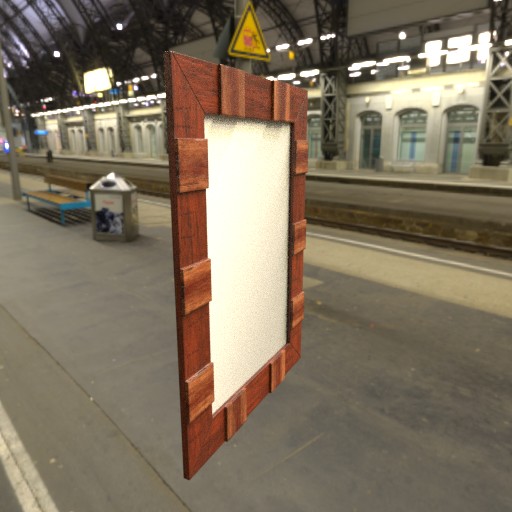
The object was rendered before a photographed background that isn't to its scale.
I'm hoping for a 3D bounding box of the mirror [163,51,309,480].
[{"bbox_3d":[0.000,0.000,1.060,0.021,0.805,0.600,7,16,27],"label":"mirror"}]
